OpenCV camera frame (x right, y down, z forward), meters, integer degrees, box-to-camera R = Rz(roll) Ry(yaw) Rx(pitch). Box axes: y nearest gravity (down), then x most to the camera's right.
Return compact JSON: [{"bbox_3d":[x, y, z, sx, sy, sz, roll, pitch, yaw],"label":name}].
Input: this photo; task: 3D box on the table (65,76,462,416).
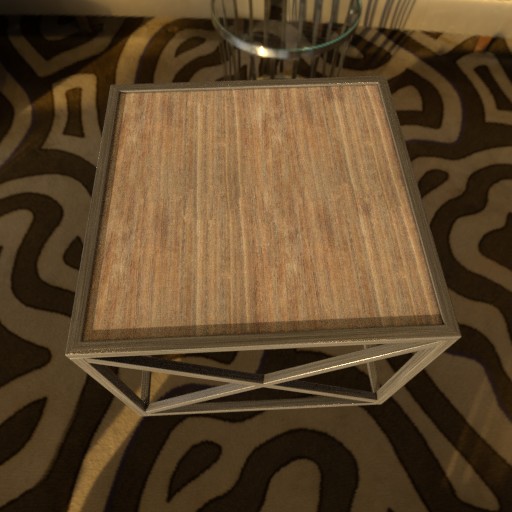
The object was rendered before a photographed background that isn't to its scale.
[{"bbox_3d":[0.000,0.000,1.051,0.611,0.507,0.609,-2,60,-1],"label":"table"}]
